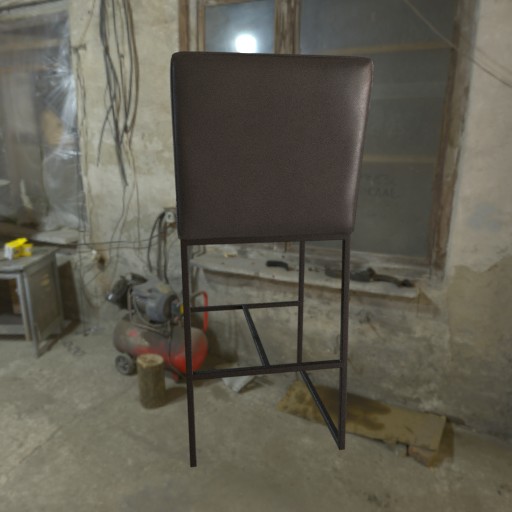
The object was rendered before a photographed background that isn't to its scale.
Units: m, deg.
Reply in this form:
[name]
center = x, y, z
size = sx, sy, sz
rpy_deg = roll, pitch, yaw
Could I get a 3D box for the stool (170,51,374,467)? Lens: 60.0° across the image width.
[stool]
center = 0.000, 0.000, 1.323
size = 0.457, 1.040, 0.552
rpy_deg = -2, 15, -9
